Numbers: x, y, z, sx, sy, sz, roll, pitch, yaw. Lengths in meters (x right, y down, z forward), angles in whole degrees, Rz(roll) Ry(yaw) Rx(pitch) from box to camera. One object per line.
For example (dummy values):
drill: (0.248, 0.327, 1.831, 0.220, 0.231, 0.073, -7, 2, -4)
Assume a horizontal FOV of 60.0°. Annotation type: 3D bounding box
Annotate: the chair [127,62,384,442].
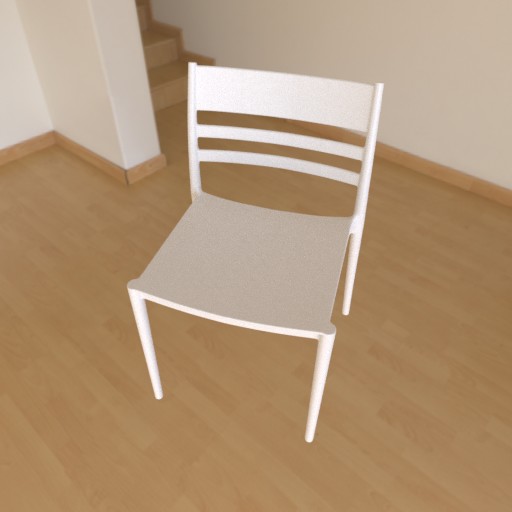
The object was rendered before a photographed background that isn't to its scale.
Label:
chair: (0.000, 0.000, 1.155, 0.531, 0.800, 0.511, 11, 43, 12)
